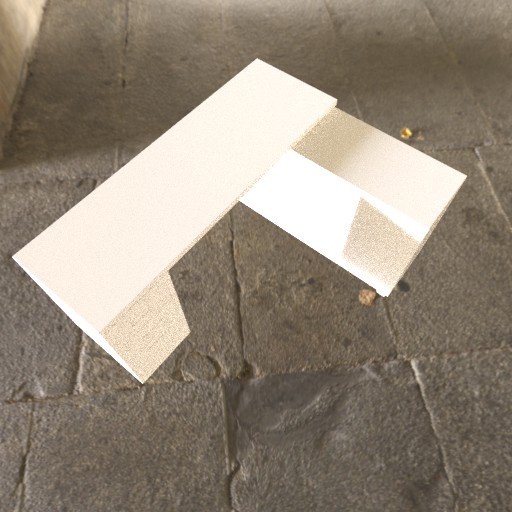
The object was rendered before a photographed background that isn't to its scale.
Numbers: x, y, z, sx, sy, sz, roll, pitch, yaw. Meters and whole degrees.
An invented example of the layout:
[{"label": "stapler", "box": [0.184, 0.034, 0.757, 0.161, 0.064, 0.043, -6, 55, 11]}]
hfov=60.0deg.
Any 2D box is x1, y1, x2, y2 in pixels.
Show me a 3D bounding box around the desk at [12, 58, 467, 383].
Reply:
[{"label": "desk", "box": [0.000, 0.000, 2.155, 1.199, 0.759, 1.524, 35, 66, 18]}]
